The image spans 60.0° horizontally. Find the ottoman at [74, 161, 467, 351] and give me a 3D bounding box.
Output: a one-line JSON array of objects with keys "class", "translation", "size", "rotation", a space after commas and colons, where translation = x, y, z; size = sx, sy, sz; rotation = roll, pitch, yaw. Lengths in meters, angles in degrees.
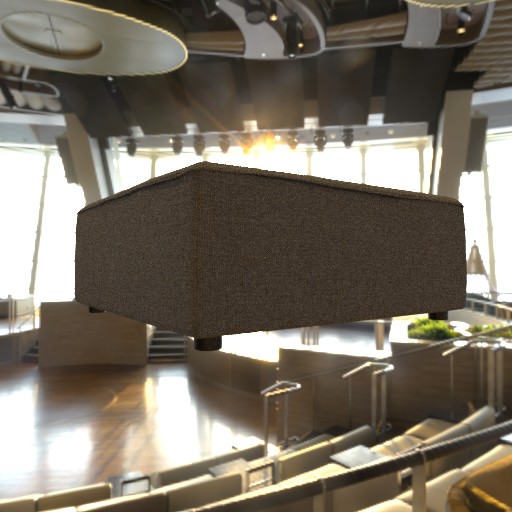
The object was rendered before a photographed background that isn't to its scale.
[{"class": "ottoman", "translation": [0.000, 0.000, 1.575], "size": [1.023, 0.423, 1.017], "rotation": [1, -1, -35]}]
